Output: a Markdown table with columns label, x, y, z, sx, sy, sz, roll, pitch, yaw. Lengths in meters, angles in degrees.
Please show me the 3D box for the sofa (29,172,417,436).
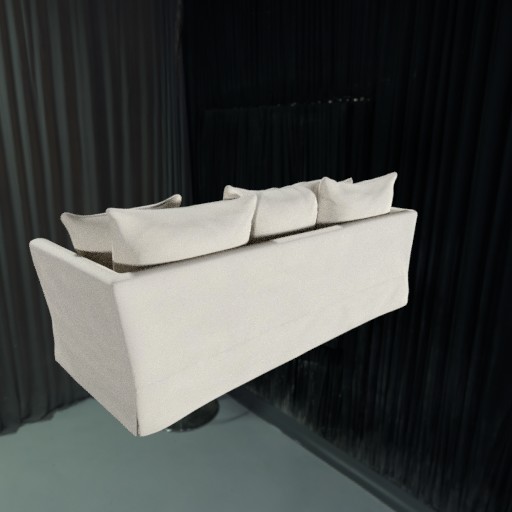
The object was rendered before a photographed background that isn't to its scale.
| label | x | y | z | sx | sy | sz | roll | pitch | yaw |
| --- | --- | --- | --- | --- | --- | --- | --- | --- | --- |
| sofa | 0.000 | 0.000 | 2.964 | 2.499 | 1.047 | 1.046 | -14 | 21 | -42 |
